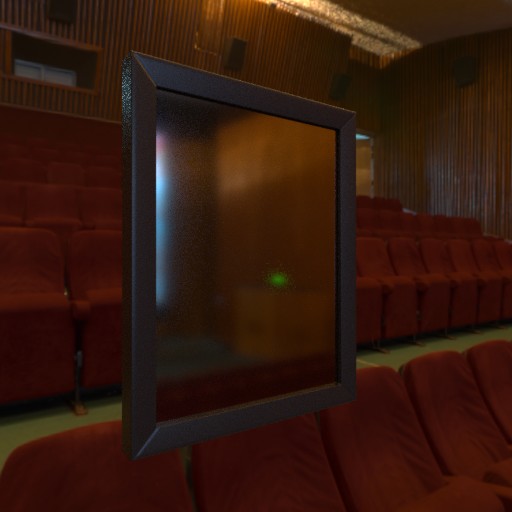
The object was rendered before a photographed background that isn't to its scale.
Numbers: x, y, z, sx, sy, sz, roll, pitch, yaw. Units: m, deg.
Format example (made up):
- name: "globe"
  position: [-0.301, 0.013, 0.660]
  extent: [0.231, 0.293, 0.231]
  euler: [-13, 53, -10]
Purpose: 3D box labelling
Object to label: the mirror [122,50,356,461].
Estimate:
- name: "mirror"
  position: [0.000, 0.000, 0.680]
  extent: [0.405, 0.508, 0.041]
  euler: [0, 0, -35]
